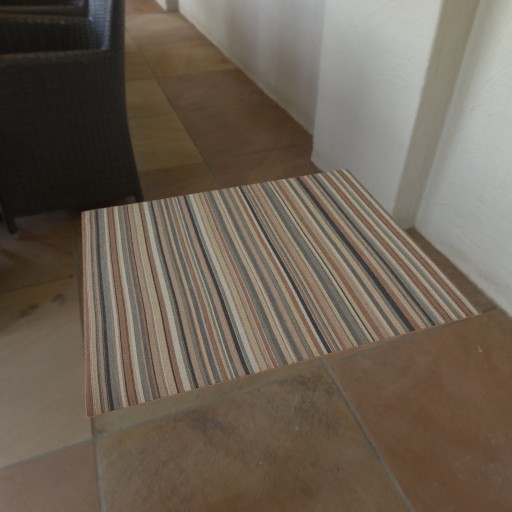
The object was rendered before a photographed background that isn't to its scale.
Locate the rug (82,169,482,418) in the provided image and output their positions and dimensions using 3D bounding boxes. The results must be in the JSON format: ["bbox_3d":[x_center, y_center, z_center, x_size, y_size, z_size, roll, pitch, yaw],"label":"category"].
[{"bbox_3d":[0.000,0.000,4.076,3.045,0.011,2.436,-11,42,-13],"label":"rug"}]
